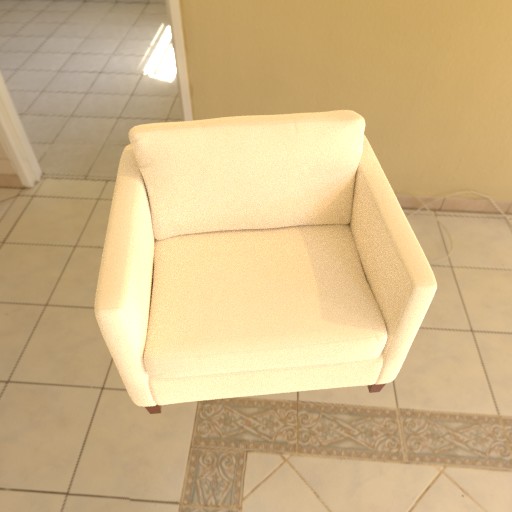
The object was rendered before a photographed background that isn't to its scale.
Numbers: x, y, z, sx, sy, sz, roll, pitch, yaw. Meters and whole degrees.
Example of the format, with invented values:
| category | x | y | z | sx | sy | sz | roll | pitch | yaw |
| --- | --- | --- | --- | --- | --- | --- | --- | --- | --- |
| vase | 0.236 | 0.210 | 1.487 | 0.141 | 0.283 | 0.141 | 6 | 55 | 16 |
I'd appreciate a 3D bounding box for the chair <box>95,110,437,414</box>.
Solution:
| category | x | y | z | sx | sy | sz | roll | pitch | yaw |
| --- | --- | --- | --- | --- | --- | --- | --- | --- | --- |
| chair | 0.000 | 0.000 | 1.712 | 1.019 | 0.885 | 0.878 | -4 | 47 | -4 |
